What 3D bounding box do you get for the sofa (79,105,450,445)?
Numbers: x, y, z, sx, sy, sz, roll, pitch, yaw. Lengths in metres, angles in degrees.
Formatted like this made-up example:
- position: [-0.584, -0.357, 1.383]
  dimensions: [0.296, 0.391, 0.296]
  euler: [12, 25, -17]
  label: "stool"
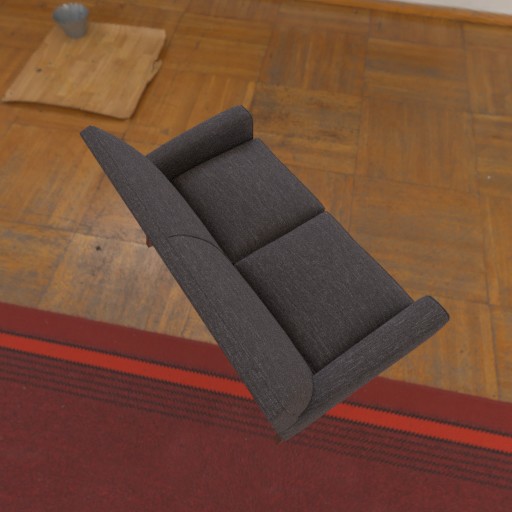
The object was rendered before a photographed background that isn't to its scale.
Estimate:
- position: [0.000, 0.000, 2.071]
  dimensions: [0.867, 0.905, 1.509]
  euler: [-30, 62, -17]
  label: "sofa"
